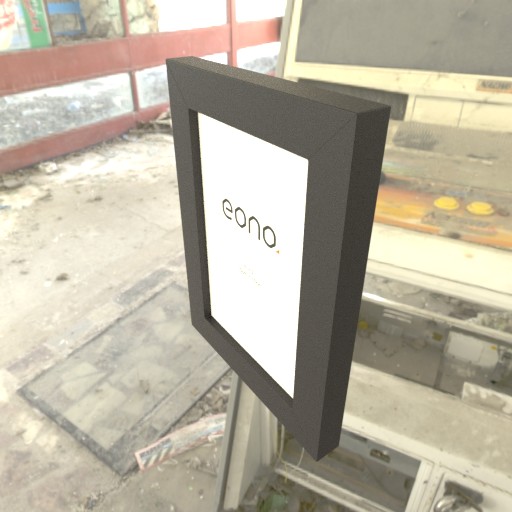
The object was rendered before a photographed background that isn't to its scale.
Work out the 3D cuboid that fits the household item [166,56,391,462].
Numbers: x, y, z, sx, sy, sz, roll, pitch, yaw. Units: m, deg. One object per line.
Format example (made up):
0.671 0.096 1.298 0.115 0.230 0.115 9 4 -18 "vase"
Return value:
0.000 0.000 0.233 0.022 0.178 0.133 -21 38 -30 "household item"
